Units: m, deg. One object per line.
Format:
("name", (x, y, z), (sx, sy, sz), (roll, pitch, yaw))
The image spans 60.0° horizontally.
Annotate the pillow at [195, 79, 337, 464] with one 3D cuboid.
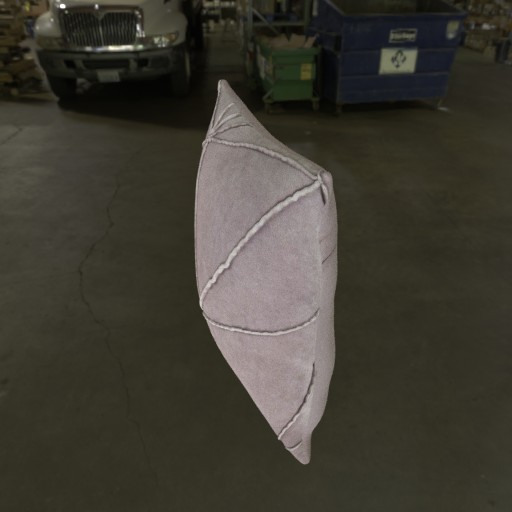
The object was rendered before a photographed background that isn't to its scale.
("pillow", (0.000, 0.000, 0.678), (0.185, 0.440, 0.439), (-9, 33, -14))
